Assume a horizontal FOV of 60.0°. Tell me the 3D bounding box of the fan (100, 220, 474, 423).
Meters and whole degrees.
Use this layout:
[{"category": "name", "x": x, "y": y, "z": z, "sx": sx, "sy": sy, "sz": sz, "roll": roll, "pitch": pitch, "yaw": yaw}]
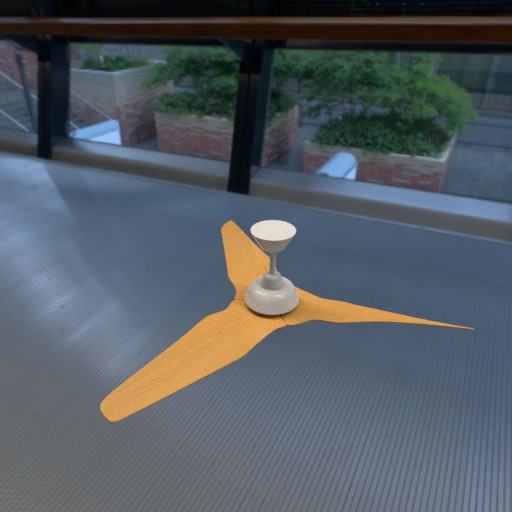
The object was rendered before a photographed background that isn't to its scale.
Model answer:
[{"category": "fan", "x": 0.000, "y": 0.000, "z": 1.608, "sx": 1.142, "sy": 0.355, "sz": 1.010, "roll": -10, "pitch": 31, "yaw": -16}]
